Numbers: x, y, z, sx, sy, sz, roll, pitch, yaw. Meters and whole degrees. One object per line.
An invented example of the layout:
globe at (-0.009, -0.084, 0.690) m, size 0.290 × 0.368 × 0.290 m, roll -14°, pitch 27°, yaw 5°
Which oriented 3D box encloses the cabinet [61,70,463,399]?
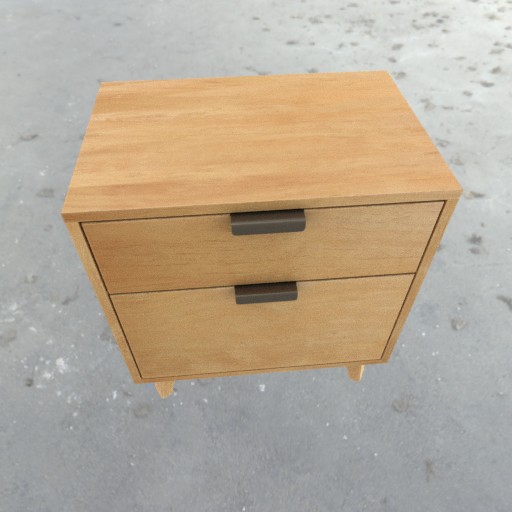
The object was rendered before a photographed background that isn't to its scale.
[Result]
cabinet at (0.000, 0.000, 0.942) m, size 0.551 × 0.599 × 0.394 m, roll -4°, pitch 48°, yaw -3°
